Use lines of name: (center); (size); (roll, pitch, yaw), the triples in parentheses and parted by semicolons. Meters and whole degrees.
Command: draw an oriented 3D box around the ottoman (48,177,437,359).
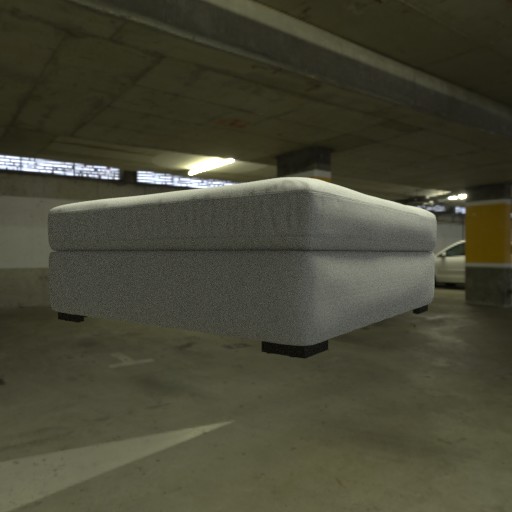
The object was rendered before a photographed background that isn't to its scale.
ottoman: (0.000, 0.000, 1.793); (1.163, 0.482, 1.167); (0, 1, 36)
